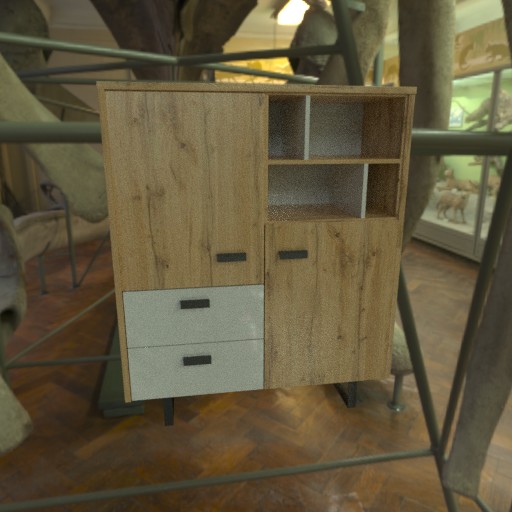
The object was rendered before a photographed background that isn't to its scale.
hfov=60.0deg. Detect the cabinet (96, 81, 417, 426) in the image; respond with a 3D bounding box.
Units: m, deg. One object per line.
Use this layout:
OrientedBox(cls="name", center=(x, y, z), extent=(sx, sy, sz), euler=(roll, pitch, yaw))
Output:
OrientedBox(cls="cabinet", center=(0.000, 0.000, 1.984), extent=(1.168, 1.397, 0.473), euler=(-2, 16, -9))
